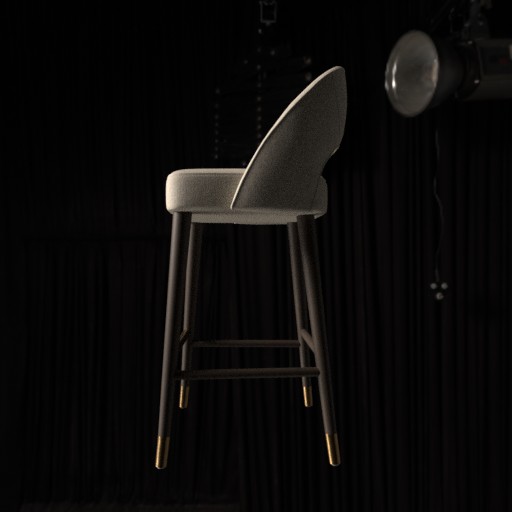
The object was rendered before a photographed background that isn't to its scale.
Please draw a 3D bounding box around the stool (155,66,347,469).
[{"bbox_3d":[0.000,0.000,1.311,0.509,1.037,0.494,0,0,-2],"label":"stool"}]
